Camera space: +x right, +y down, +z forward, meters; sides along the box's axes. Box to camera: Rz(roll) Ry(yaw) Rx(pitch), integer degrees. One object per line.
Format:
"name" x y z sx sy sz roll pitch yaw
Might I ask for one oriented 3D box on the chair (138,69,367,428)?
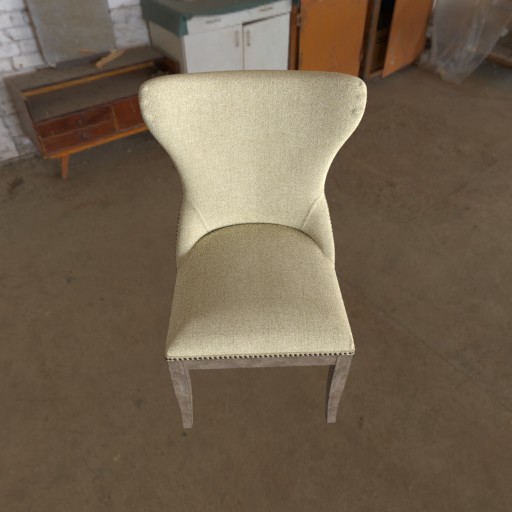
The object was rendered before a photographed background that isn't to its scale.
"chair" 0.000 0.000 1.445 0.654 1.002 0.681 -2 44 -2
